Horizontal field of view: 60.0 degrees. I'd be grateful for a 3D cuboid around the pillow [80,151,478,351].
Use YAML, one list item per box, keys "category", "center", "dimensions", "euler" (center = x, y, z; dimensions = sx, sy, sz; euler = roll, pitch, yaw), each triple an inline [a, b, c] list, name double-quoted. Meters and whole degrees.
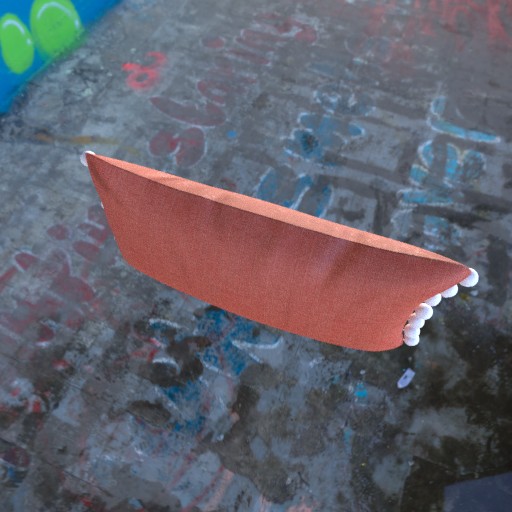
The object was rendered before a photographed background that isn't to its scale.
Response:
- category: "pillow"
  center: [0.000, 0.000, 0.833]
  dimensions: [0.709, 0.322, 0.201]
  euler: [19, 60, 11]
